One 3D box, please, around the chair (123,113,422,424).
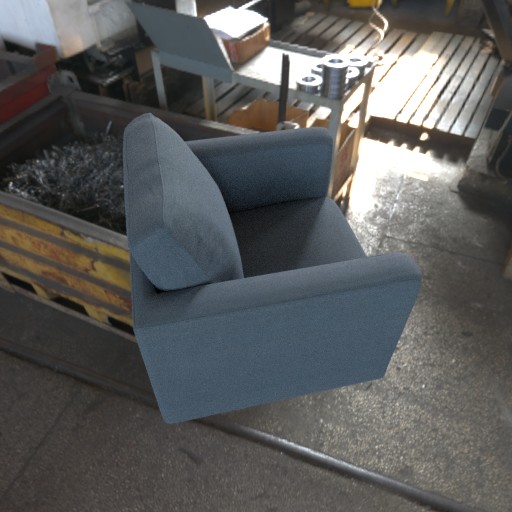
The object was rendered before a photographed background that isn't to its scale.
[{"bbox_3d":[0.000,0.000,1.598,0.820,0.922,0.855,-9,47,-9],"label":"chair"}]
